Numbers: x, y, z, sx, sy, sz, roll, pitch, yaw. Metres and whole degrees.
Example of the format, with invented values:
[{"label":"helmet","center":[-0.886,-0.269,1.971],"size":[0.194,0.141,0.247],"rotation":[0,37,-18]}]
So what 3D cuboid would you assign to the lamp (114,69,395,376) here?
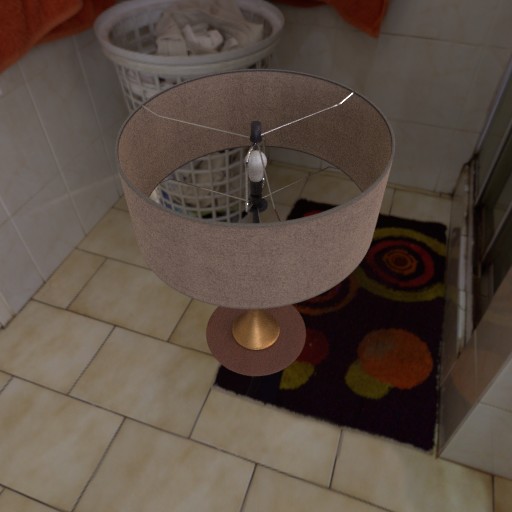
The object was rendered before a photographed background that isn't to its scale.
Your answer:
[{"label":"lamp","center":[0.000,0.000,0.836],"size":[0.396,0.551,0.417],"rotation":[16,48,15]}]
